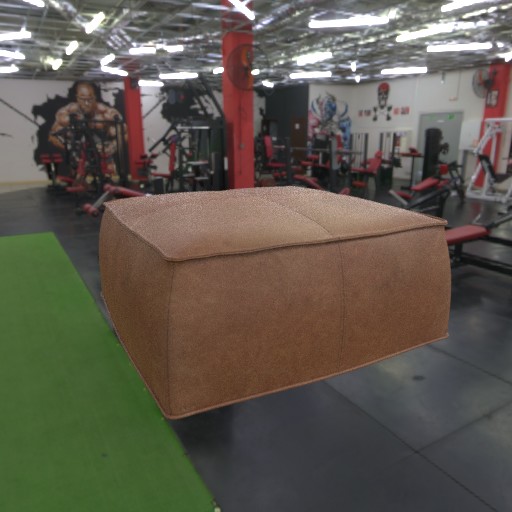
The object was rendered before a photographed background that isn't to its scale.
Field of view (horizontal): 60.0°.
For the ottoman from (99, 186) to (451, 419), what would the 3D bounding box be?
[{"bbox_3d":[0.000,0.000,1.428,0.902,0.395,0.901,-8,18,-26],"label":"ottoman"}]
